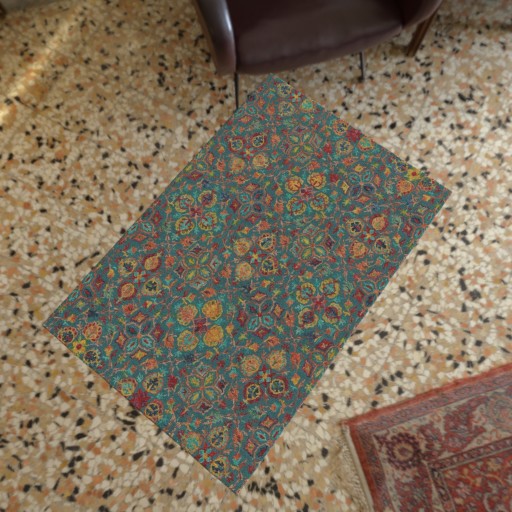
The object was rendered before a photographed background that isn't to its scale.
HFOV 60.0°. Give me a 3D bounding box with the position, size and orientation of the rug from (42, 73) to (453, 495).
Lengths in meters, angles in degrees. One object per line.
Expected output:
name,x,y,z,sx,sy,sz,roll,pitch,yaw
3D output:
rug,0.000,0.000,2.250,1.216,0.014,1.836,37,77,10
